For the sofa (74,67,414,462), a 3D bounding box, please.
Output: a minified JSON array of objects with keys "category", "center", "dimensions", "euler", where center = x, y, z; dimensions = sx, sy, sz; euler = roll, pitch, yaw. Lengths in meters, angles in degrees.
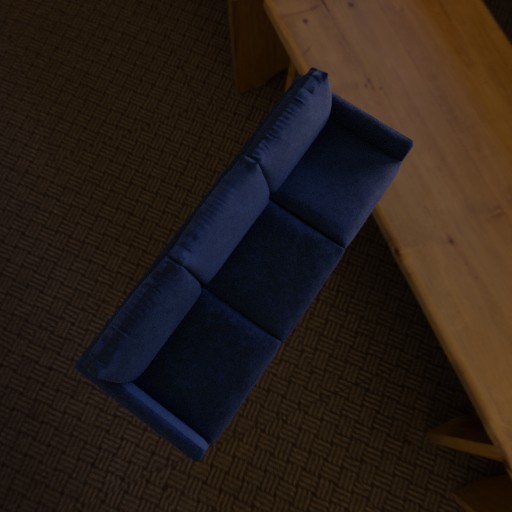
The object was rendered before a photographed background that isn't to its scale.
[{"category":"sofa","center":[0.000,0.000,2.722],"dimensions":[0.875,0.879,2.252],"euler":[34,79,8]}]
